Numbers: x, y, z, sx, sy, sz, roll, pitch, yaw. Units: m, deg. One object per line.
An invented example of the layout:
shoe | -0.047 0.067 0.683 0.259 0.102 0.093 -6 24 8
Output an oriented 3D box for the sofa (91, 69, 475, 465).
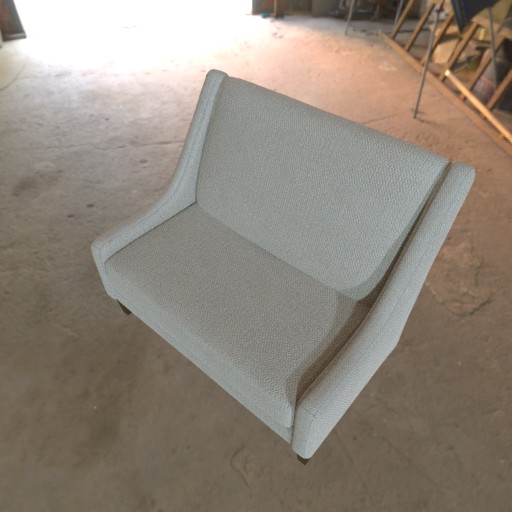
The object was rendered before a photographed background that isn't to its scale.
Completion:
sofa | 0.000 0.000 1.867 1.242 1.022 0.870 32 53 28
